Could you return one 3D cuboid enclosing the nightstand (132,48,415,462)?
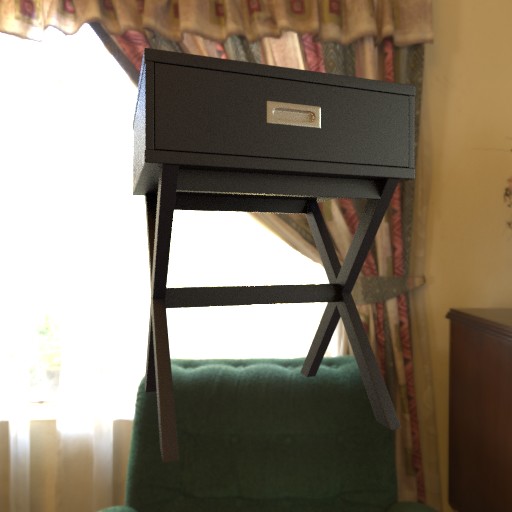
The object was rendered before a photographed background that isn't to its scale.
[{"bbox_3d":[0.000,0.000,0.924,0.479,0.623,0.402,0,0,-18],"label":"nightstand"}]
